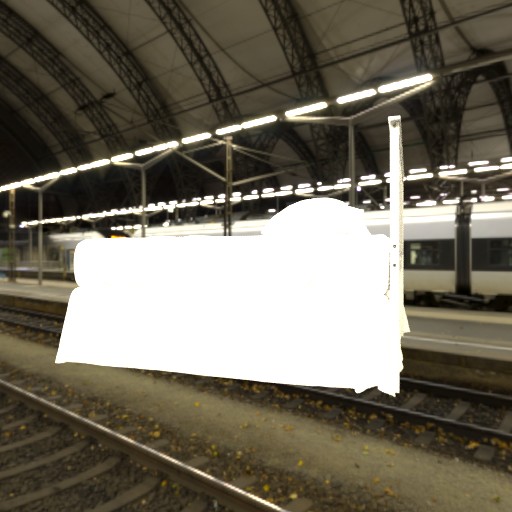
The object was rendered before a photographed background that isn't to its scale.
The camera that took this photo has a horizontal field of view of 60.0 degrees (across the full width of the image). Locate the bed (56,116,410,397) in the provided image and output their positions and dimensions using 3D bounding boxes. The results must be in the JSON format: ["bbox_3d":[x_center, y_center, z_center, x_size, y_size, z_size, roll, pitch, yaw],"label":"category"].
[{"bbox_3d":[0.000,0.000,3.114,2.047,1.269,1.876,0,0,19],"label":"bed"}]
